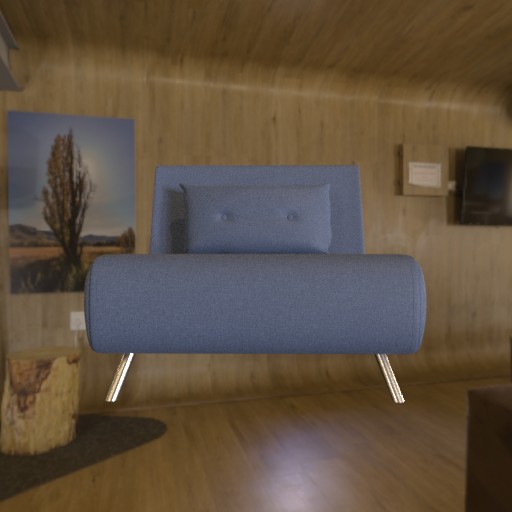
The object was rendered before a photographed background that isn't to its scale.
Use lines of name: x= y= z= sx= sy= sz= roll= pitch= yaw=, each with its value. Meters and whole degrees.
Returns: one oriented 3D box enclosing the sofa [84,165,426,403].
sofa: x=0.000 y=0.000 z=1.740 sx=0.999 sy=0.860 sz=0.996 roll=0 pitch=1 yaw=1
